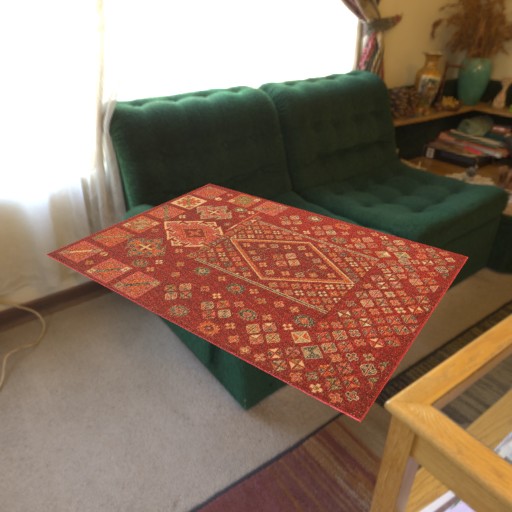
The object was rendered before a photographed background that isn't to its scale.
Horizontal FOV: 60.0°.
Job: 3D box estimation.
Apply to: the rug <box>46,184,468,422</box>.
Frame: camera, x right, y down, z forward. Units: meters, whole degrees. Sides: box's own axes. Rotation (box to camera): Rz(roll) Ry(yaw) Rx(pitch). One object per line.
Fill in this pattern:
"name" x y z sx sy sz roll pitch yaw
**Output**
"rug" 0.000 0.000 4.281 3.306 0.011 2.389 20 36 31
